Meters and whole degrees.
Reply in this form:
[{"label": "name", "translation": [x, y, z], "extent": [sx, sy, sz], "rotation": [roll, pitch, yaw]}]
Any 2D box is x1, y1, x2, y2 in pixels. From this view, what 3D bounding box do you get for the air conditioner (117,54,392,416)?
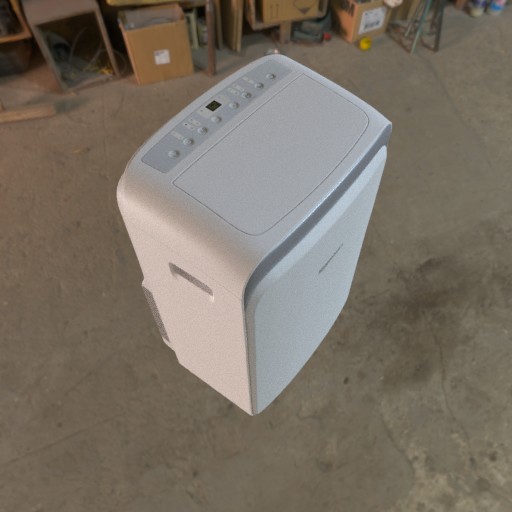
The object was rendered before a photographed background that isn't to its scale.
[{"label": "air conditioner", "translation": [0.000, 0.000, 0.953], "extent": [0.365, 0.700, 0.454], "rotation": [34, 64, 20]}]
